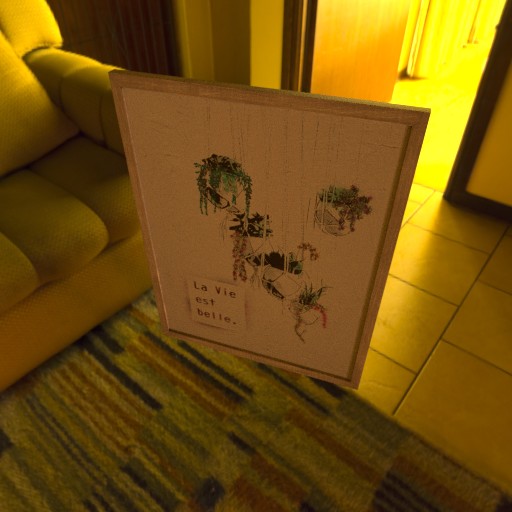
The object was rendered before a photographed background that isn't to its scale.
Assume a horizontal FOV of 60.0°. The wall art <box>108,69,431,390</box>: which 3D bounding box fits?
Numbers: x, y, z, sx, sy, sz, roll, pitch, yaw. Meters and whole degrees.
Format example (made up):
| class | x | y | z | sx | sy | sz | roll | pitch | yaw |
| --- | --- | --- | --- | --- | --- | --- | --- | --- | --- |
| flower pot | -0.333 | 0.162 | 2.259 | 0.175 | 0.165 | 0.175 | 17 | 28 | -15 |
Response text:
| class | x | y | z | sx | sy | sz | roll | pitch | yaw |
| --- | --- | --- | --- | --- | --- | --- | --- | --- | --- |
| wall art | 0.000 | 0.000 | 1.362 | 0.781 | 1.022 | 0.035 | 12 | 42 | 14 |
